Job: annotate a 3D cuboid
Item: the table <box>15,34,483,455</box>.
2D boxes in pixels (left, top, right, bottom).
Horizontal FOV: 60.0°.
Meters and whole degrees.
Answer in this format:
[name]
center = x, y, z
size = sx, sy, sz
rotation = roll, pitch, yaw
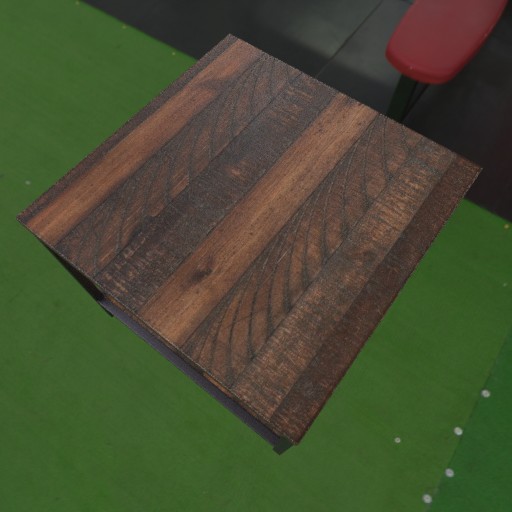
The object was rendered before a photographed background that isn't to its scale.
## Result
[table]
center = 0.000, 0.000, 0.947
size = 0.553, 0.482, 0.548
rotation = 34, 69, 15
